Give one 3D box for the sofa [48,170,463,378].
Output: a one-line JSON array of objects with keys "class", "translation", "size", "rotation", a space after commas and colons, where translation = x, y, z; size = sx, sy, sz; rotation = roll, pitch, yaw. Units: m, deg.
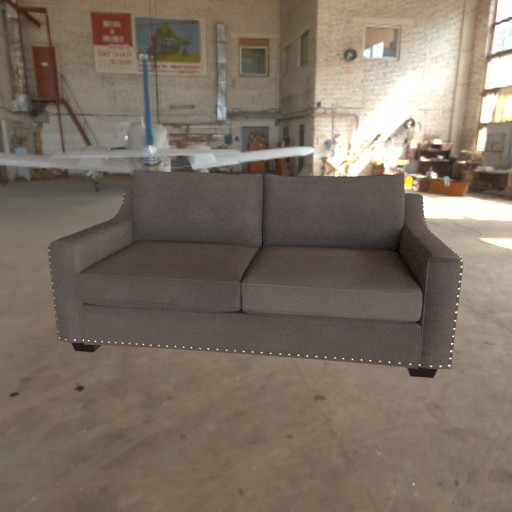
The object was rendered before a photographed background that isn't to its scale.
[{"class": "sofa", "translation": [0.000, 0.000, 3.292], "size": [2.550, 1.196, 1.336], "rotation": [2, 15, 9]}]
